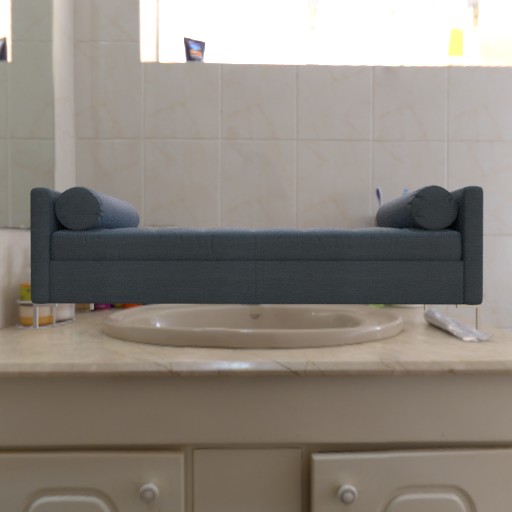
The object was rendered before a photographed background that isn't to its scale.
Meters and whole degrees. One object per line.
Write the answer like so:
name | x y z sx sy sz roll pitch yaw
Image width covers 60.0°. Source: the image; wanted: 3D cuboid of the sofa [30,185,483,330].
sofa | 0.000 0.000 2.268 1.981 0.635 0.686 0 0 1
